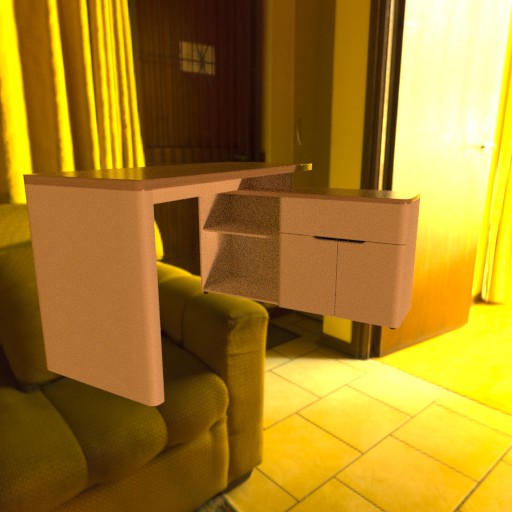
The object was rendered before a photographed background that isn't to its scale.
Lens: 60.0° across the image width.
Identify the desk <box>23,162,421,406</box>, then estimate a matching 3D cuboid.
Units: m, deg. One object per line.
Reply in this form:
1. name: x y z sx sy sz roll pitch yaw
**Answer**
1. desk: 0.000 0.000 2.004 1.175 0.770 1.400 8 16 28
